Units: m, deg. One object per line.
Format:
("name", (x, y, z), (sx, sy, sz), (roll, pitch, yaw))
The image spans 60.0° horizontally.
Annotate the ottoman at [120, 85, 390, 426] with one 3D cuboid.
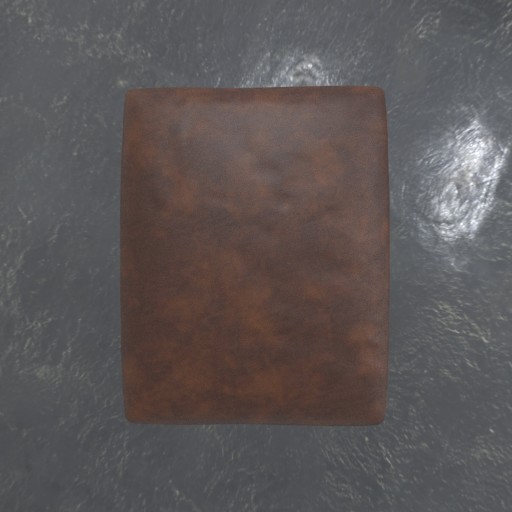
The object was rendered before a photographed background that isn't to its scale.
("ottoman", (0.000, 0.000, 1.131), (0.586, 0.486, 0.742), (0, 90, 1))
